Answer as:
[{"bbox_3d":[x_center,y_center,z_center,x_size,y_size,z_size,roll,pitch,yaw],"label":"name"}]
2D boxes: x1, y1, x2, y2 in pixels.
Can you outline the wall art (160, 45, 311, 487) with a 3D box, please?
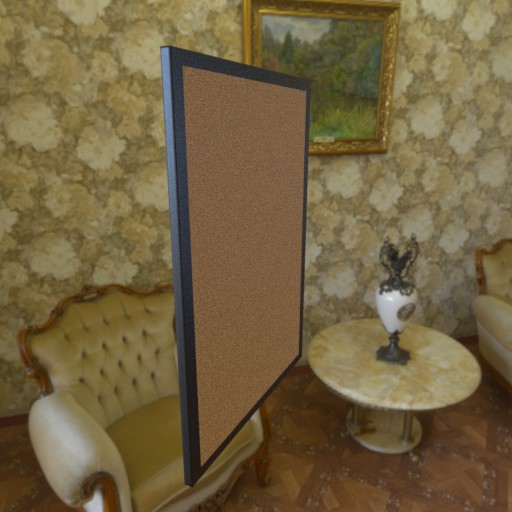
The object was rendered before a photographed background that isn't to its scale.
[{"bbox_3d":[0.000,0.000,0.835,0.016,0.657,0.480,8,18,26],"label":"wall art"}]
